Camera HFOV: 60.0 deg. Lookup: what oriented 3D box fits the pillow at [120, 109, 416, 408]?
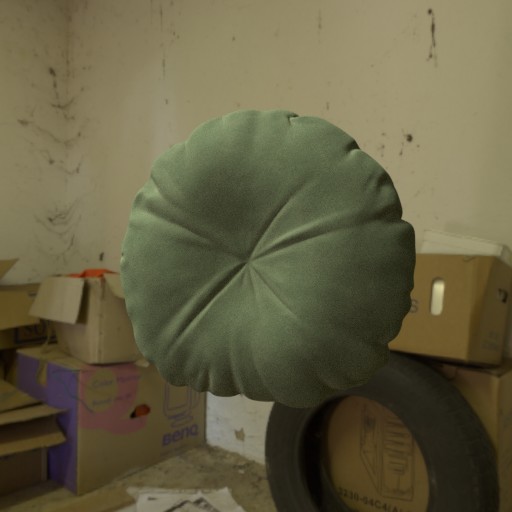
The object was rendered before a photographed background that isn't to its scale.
[{"bbox_3d":[0.000,0.000,0.631,0.428,0.407,0.148,0,-1,18],"label":"pillow"}]
